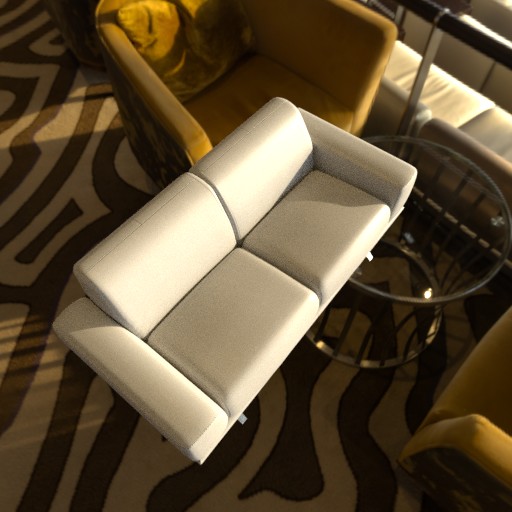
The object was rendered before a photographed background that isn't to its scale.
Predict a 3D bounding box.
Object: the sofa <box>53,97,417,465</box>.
[{"bbox_3d":[0.000,0.000,2.365,0.900,0.772,1.901,34,64,20],"label":"sofa"}]
